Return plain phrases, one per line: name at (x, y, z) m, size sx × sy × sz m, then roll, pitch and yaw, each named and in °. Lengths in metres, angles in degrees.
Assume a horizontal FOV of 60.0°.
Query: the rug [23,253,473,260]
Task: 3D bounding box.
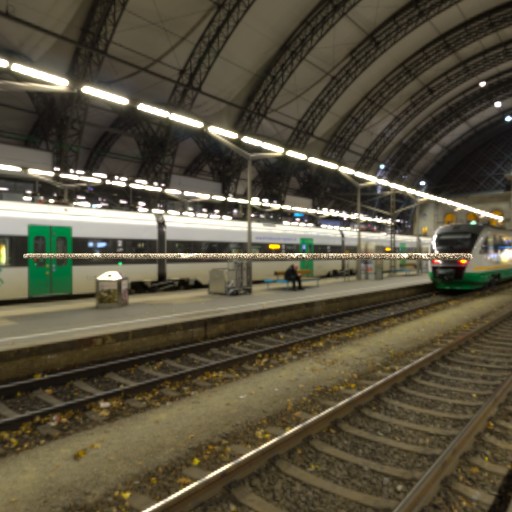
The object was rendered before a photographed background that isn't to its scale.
rug at (0.000, 0.000, 2.992) m, size 2.438 × 0.030 × 1.524 m, roll 0°, pitch 0°, yaw 18°
